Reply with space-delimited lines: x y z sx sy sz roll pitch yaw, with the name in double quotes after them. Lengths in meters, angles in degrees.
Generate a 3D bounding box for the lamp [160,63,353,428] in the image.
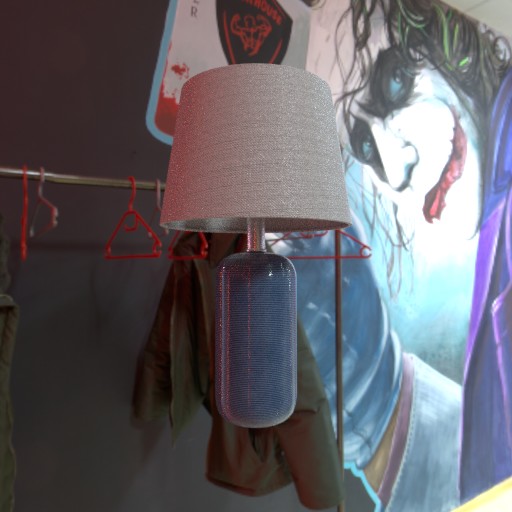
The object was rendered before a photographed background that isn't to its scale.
0.000 0.000 0.592 0.253 0.428 0.253 0 -1 0 "lamp"
